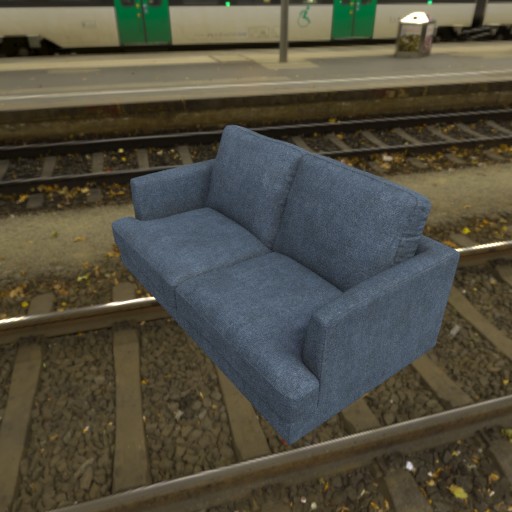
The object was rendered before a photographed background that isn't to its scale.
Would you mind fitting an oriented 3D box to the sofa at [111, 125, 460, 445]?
[{"bbox_3d":[0.000,0.000,2.171,0.903,0.944,1.582,-21,37,-31],"label":"sofa"}]
